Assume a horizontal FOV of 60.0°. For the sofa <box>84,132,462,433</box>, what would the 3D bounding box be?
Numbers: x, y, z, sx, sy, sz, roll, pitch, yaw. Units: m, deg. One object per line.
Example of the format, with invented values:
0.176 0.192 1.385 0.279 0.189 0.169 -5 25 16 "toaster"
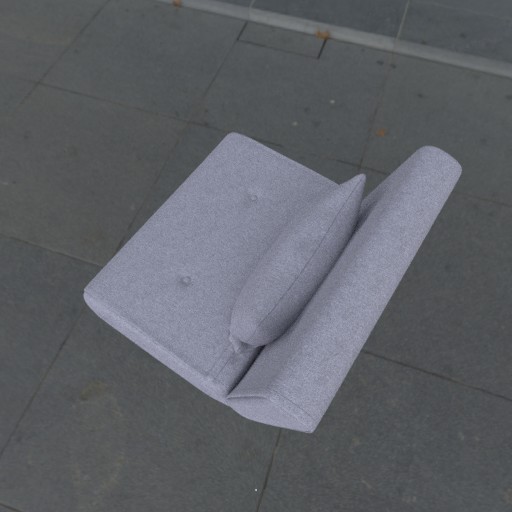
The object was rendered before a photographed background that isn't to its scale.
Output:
0.000 0.000 1.733 1.000 0.825 1.020 31 66 15 "sofa"
